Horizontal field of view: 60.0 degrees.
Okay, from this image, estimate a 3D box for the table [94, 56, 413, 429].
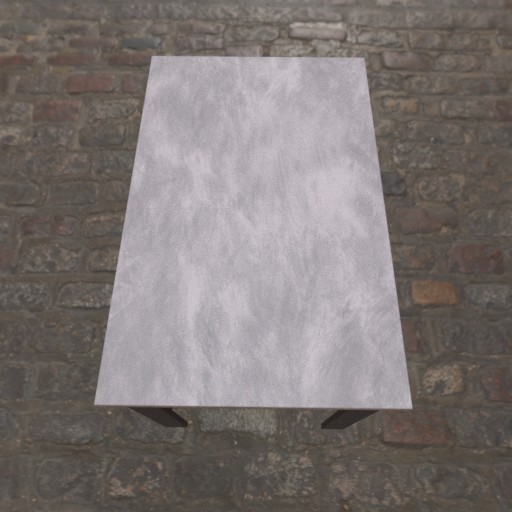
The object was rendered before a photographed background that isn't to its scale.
[{"bbox_3d":[0.000,0.000,1.544,0.700,0.734,1.100,1,64,0],"label":"table"}]
